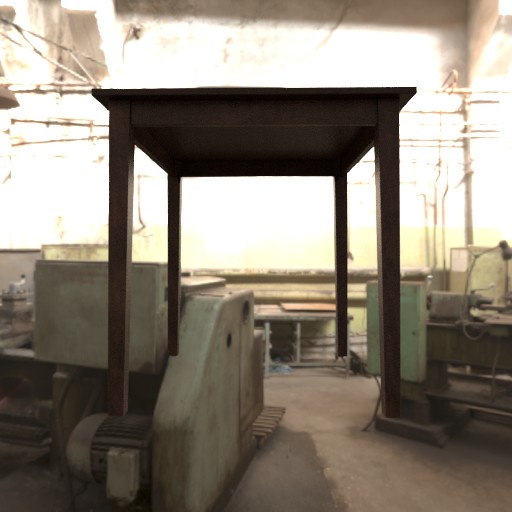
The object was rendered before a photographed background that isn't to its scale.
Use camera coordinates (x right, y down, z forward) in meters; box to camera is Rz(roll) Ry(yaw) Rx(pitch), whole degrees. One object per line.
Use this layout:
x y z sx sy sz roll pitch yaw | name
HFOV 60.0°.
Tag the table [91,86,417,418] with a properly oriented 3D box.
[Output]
0.000 0.000 1.390 0.749 0.770 0.749 0 0 1 | table
